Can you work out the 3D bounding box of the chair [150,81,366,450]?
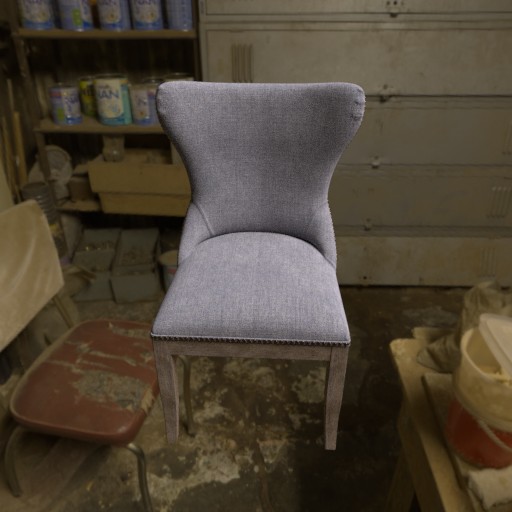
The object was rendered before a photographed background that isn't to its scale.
[{"bbox_3d":[0.000,0.000,1.441,0.654,1.002,0.681,2,30,3],"label":"chair"}]
